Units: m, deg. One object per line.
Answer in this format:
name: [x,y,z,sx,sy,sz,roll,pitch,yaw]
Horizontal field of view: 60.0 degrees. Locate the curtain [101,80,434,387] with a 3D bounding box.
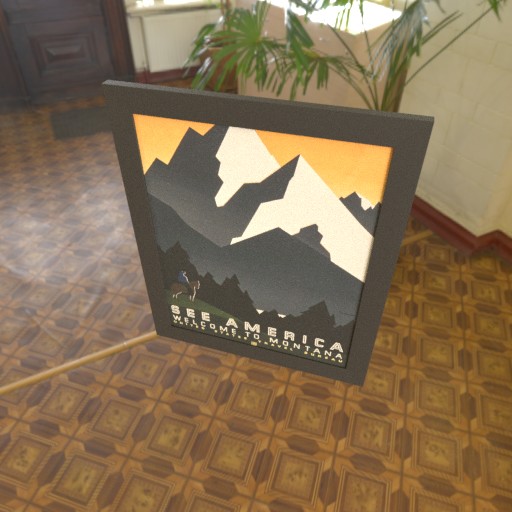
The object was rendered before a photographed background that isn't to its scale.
curtain: [0.000,0.000,0.816,0.483,0.585,0.027,11,41,13]
